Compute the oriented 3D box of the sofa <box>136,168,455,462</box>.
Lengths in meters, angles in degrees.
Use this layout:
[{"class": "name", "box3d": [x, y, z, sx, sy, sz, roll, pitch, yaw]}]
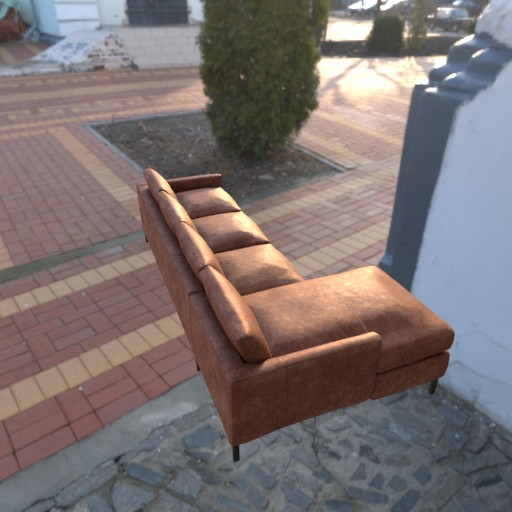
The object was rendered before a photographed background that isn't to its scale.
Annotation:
[{"class": "sofa", "box3d": [0.000, 0.000, 3.683, 1.471, 0.859, 2.993, -11, 32, -19]}]
